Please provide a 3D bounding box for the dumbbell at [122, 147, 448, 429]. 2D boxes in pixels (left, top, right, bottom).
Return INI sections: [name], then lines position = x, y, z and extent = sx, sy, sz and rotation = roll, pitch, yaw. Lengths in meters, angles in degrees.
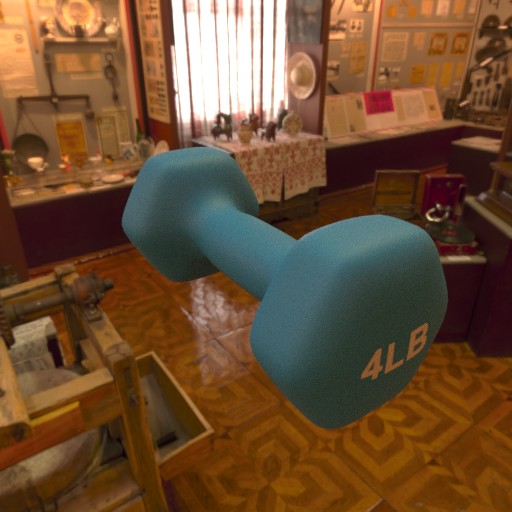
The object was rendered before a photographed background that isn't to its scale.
[dumbbell]
position = 0.000, 0.000, 0.189
extent = 0.074, 0.066, 0.152
rotation = -17, 31, -30
